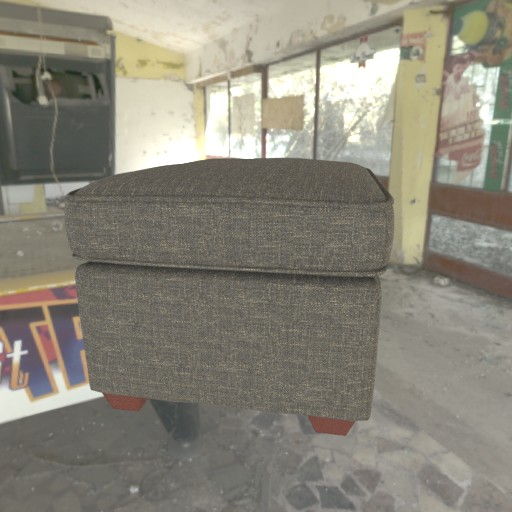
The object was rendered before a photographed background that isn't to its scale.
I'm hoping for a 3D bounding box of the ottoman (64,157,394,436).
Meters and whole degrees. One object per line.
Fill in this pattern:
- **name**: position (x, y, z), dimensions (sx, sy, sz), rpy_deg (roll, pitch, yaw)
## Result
- **ottoman**: position (0.000, 0.000, 1.056), dimensions (0.549, 0.450, 0.749), rpy_deg (3, 16, 10)
